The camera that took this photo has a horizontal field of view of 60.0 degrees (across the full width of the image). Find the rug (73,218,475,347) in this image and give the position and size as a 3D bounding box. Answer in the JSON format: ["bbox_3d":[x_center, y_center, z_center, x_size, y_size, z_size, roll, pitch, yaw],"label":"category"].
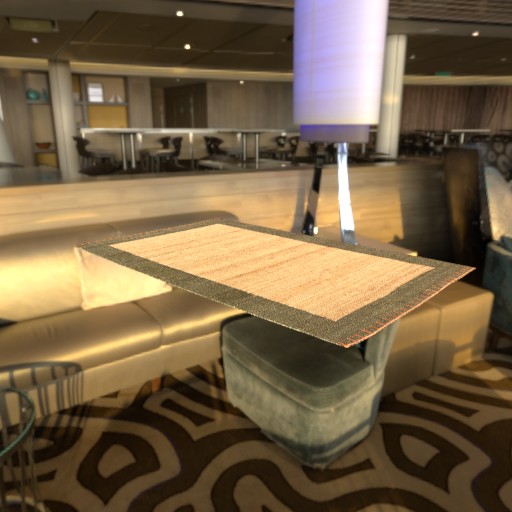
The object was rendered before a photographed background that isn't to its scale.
[{"bbox_3d":[0.000,0.000,3.078,2.435,0.006,1.521,14,21,42],"label":"rug"}]
